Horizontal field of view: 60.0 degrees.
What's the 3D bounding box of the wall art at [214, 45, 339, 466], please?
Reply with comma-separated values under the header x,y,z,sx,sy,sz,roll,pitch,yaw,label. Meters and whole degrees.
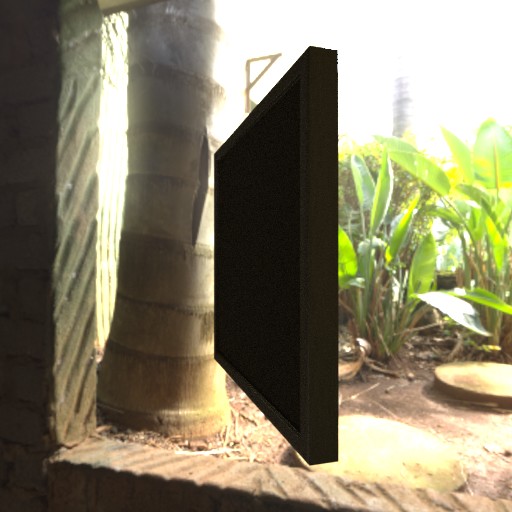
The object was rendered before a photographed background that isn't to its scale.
x,y,z,sx,sy,sz,roll,pitch,yaw,label
0.000,0.000,0.533,0.028,0.330,0.380,0,0,-17,wall art
